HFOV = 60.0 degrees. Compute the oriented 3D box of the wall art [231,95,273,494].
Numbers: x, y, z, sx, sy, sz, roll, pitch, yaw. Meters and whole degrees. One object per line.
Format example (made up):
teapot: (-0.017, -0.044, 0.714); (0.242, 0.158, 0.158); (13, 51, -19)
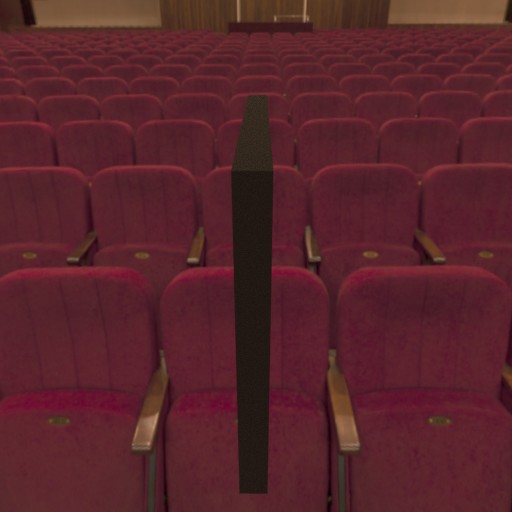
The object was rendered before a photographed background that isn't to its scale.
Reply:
wall art: (0.000, 0.000, 0.541); (0.028, 0.325, 0.397); (0, 27, 1)
